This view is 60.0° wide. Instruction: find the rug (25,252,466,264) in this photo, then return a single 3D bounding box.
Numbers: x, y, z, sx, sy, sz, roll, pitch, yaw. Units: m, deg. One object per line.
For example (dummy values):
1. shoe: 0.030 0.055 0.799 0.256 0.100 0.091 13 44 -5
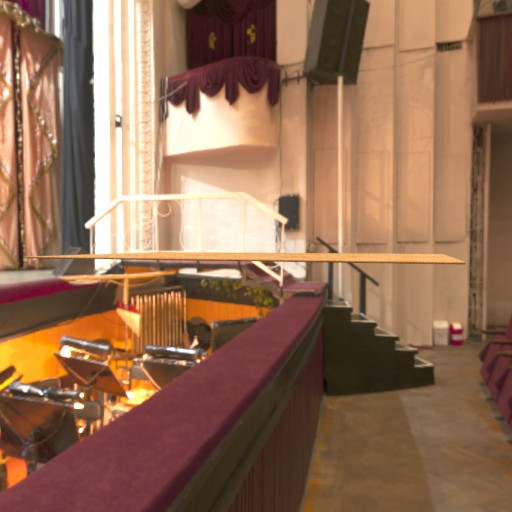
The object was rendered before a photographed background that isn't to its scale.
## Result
1. rug: 0.000 0.000 2.989 2.424 0.010 1.511 1 2 19
